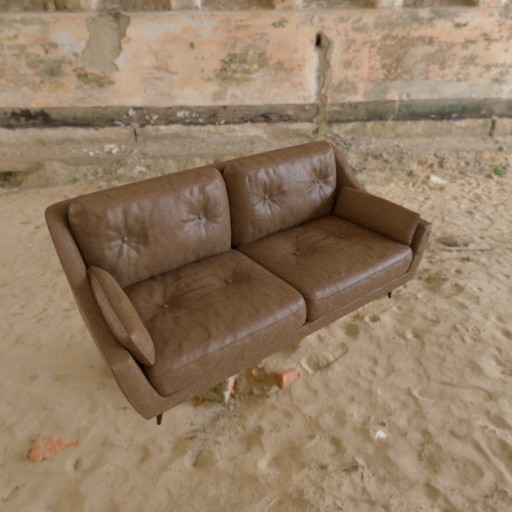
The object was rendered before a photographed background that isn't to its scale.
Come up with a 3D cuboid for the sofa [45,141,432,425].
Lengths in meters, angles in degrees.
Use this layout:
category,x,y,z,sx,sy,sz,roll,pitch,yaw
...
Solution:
category,x,y,z,sx,sy,sz,roll,pitch,yaw
sofa,0.000,0.000,2.372,1.902,0.839,0.904,-21,36,-31
